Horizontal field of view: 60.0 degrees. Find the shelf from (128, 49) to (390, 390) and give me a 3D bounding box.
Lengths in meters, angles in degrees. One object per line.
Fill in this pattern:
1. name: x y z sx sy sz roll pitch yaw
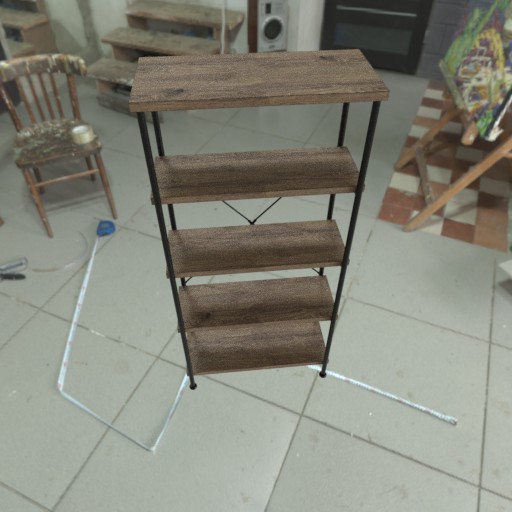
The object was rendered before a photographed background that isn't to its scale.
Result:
1. shelf: 0.000 0.000 2.067 0.800 1.700 0.360 -4 44 -4
